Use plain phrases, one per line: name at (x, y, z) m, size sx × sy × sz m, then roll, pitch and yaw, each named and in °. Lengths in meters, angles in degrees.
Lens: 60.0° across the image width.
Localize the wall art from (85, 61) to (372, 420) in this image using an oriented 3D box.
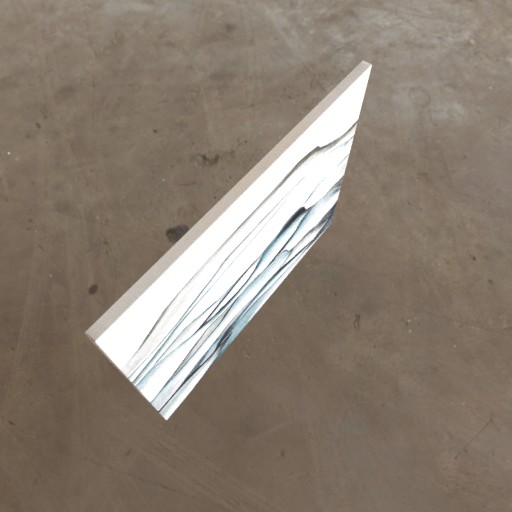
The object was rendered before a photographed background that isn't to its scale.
wall art at (0.000, 0.000, 1.628) m, size 0.039 × 0.915 × 1.219 m, roll 34°, pitch 65°, yaw 18°
